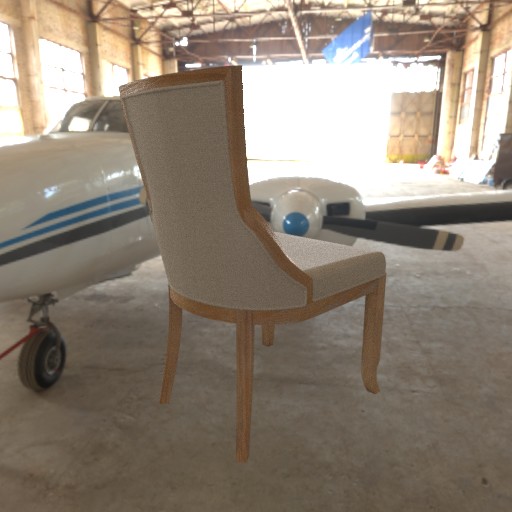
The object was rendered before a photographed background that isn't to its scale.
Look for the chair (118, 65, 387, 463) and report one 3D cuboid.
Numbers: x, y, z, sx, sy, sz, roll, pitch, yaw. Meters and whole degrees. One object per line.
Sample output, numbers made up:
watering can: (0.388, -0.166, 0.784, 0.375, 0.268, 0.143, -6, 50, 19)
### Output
chair: (0.000, 0.000, 1.320, 0.641, 0.947, 0.524, -13, 19, -43)
